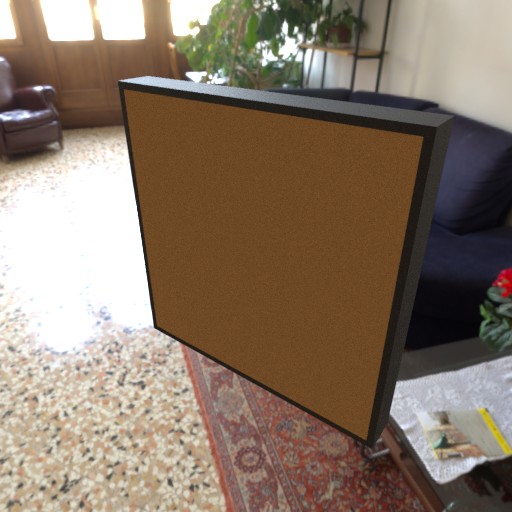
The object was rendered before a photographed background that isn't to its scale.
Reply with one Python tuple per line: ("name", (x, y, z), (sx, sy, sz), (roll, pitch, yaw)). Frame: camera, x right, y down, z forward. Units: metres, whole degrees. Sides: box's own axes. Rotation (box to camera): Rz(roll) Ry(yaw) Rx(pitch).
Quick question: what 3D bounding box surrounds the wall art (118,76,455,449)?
("wall art", (0.000, 0.000, 0.439), (0.304, 0.304, 0.038), (20, 36, 31))
